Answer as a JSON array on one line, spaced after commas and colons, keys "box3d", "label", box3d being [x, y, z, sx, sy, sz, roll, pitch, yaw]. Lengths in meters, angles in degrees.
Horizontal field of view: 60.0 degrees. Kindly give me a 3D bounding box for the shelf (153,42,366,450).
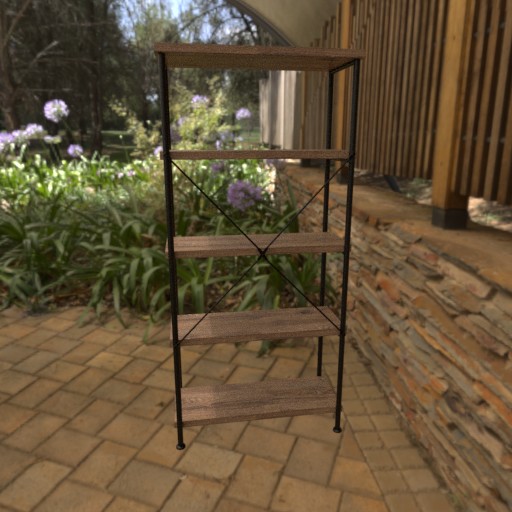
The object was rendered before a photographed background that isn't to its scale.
[{"box3d": [0.000, 0.000, 2.027, 0.800, 1.700, 0.360, -2, 15, -9], "label": "shelf"}]
